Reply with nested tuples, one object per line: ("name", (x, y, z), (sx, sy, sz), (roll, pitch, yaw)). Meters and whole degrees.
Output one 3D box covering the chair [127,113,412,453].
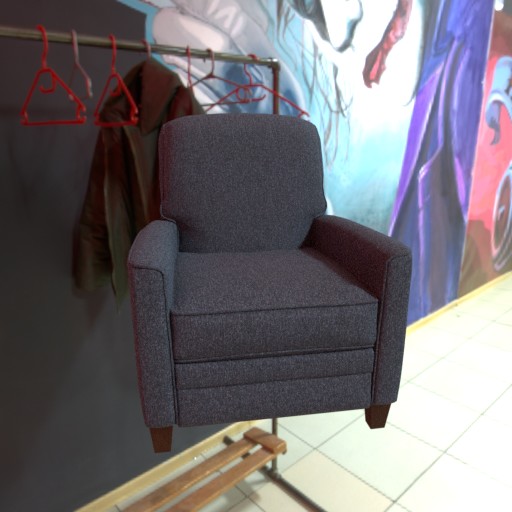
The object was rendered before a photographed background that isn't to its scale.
("chair", (0.000, 0.000, 1.614), (0.839, 1.016, 0.850), (-3, 16, -9))
